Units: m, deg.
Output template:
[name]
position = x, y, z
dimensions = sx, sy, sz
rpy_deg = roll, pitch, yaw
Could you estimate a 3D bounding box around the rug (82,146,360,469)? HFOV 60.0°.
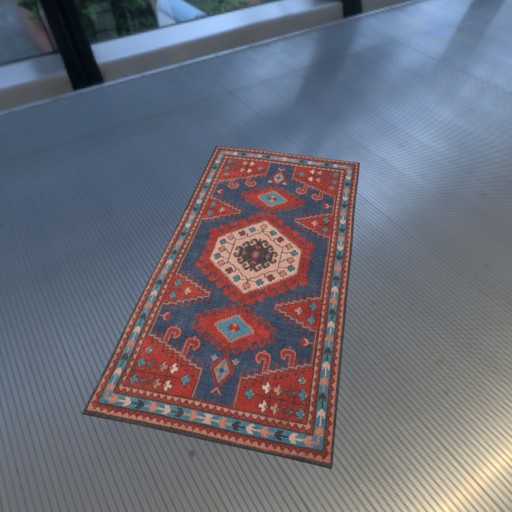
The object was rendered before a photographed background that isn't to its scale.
[rug]
position = 0.000, 0.000, 3.606
dimensions = 1.522, 0.034, 3.032
rpy_deg = 9, 47, 8
